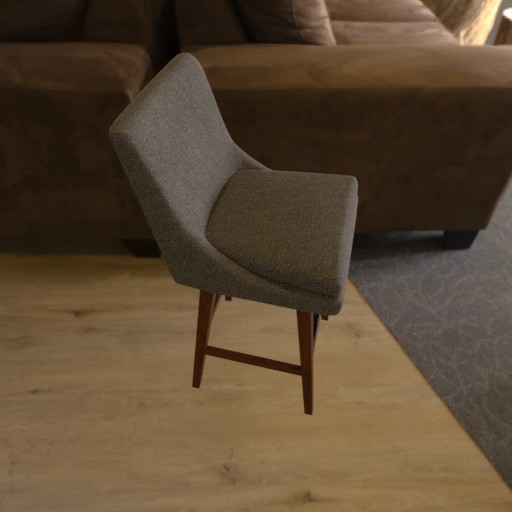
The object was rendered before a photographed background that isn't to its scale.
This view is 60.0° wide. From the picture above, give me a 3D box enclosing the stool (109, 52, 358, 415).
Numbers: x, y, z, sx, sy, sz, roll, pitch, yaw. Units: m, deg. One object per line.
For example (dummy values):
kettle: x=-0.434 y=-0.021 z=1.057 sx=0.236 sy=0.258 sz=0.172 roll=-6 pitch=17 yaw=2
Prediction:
stool: x=0.000 y=0.000 z=1.409 sx=0.572 sy=1.068 sz=0.489 roll=10 pitch=47 yaw=10
